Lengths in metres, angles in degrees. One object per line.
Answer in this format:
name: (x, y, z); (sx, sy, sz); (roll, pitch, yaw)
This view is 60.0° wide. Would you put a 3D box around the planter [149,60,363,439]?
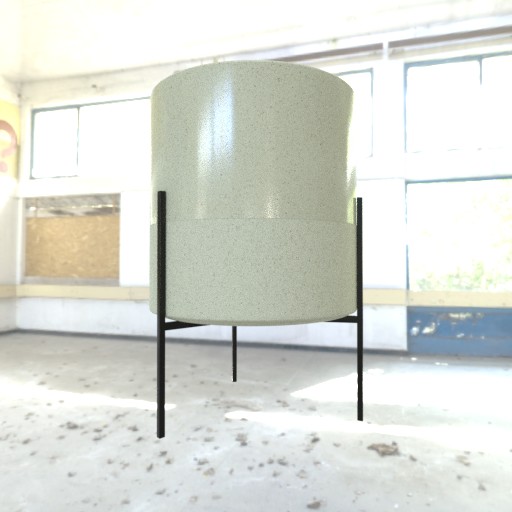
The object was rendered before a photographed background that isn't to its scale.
planter: (0.000, 0.000, 0.688); (0.323, 0.475, 0.314); (0, -1, 17)
